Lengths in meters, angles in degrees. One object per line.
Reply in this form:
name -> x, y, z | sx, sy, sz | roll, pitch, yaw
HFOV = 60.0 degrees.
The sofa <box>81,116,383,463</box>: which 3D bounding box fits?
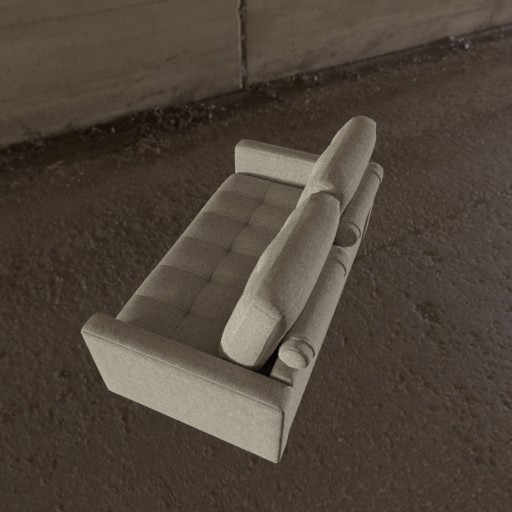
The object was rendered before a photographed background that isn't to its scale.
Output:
sofa -> 0.000, 0.000, 1.994 | 0.842, 0.907, 1.407 | 17, 48, 16
